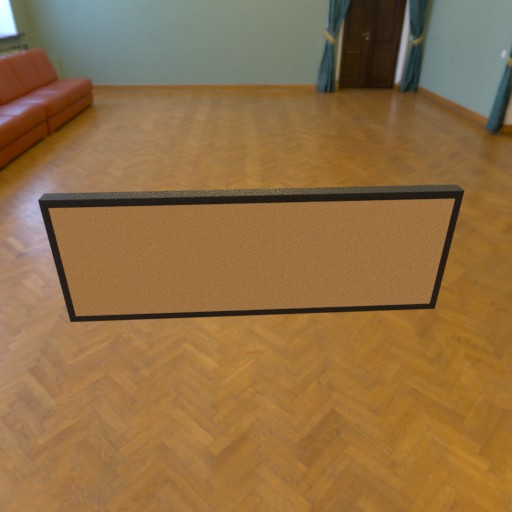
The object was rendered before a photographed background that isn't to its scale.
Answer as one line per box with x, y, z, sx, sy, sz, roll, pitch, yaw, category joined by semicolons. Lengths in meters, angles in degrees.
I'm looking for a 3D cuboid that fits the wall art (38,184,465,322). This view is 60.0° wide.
0.000;0.000;0.984;0.860;0.303;0.037;-2;30;-3;wall art
